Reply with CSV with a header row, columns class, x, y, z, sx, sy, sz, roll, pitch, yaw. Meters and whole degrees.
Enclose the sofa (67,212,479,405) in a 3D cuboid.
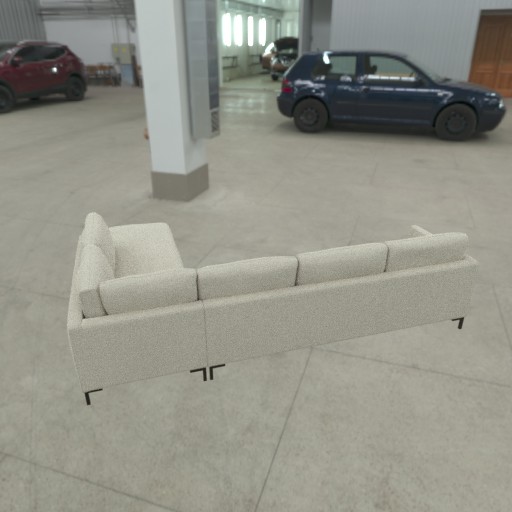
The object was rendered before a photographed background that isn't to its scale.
class,x,y,z,sx,sy,sz,roll,pitch,yaw
sofa,0.000,0.000,3.872,2.949,0.815,2.007,-8,27,-15
